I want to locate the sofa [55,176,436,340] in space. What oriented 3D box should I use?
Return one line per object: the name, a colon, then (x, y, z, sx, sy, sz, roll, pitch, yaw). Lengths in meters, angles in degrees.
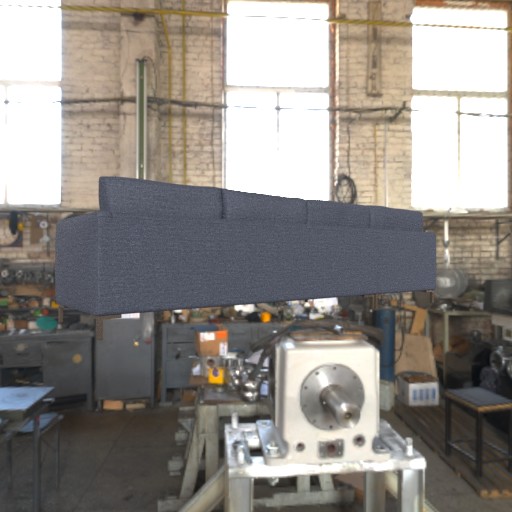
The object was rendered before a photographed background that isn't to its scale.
sofa: (0.000, 0.000, 2.885, 2.445, 0.673, 1.125, 0, 0, -37)
